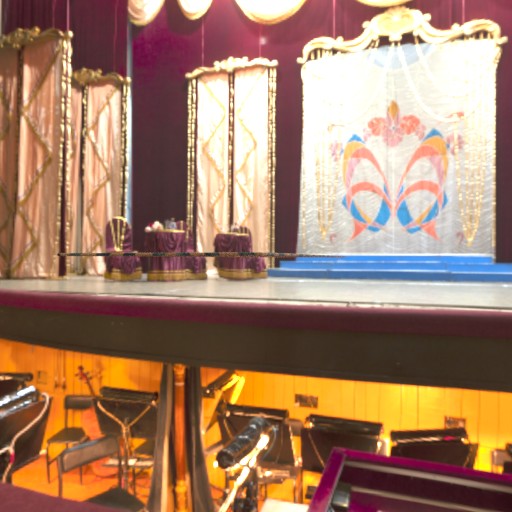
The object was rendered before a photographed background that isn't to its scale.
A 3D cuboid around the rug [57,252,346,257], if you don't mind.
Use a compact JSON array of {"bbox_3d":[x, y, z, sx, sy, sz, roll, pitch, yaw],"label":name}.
[{"bbox_3d":[0.000,0.000,1.670,0.503,0.007,1.492,0,0,18],"label":"rug"}]
